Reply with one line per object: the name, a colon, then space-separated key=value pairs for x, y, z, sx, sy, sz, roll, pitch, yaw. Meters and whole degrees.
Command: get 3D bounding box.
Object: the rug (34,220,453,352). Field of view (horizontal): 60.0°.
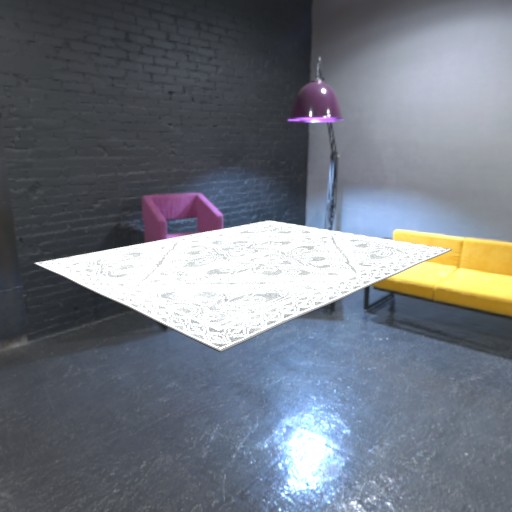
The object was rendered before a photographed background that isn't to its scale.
rug: x=0.000 y=0.000 z=4.072 sx=2.438 sy=0.012 sz=3.048 roll=14 pitch=20 yaw=43
